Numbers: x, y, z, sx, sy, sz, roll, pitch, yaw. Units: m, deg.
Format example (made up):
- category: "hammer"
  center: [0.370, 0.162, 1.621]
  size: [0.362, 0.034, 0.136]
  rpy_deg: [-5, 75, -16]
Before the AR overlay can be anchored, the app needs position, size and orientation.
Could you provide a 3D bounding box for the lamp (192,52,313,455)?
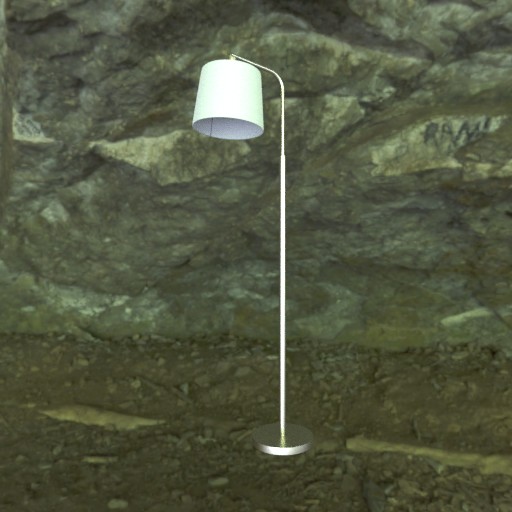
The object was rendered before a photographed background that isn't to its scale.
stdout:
- category: "lamp"
  center: [0.000, 0.000, 1.683]
  size: [0.508, 1.478, 0.254]
  rpy_deg: [0, 1, -36]
